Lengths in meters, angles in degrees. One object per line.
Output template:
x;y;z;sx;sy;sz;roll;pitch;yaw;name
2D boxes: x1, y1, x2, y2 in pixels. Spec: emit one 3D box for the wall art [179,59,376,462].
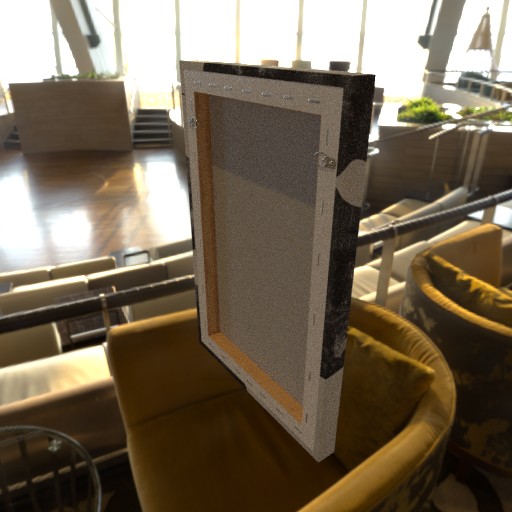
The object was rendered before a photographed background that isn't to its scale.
0.000;0.000;0.772;0.039;0.610;0.407;-18;32;-32;wall art
